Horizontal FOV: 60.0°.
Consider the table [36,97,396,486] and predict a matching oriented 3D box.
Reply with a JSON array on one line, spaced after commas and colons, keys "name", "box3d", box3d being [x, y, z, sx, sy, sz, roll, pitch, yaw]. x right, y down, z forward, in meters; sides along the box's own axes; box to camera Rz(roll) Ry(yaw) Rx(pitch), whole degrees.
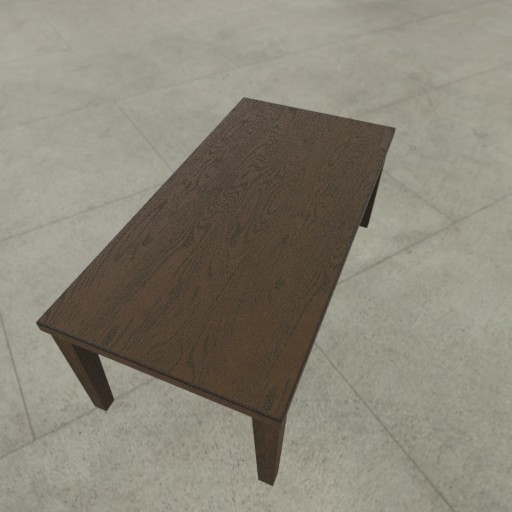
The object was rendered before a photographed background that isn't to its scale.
[{"name": "table", "box3d": [0.000, 0.000, 2.478, 1.016, 0.762, 1.981, 17, 49, 16]}]
